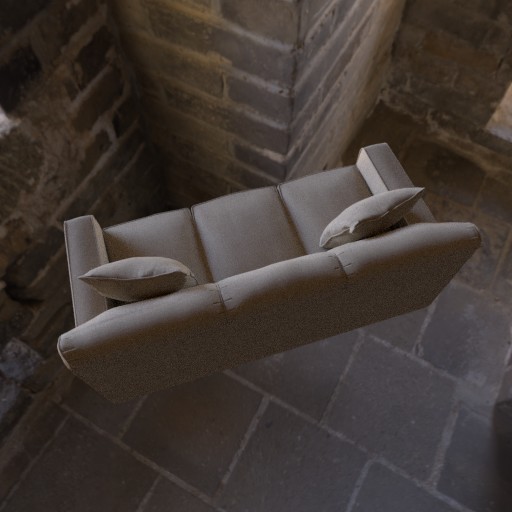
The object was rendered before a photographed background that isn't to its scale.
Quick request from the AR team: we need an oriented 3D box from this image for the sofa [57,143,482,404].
[{"bbox_3d":[0.000,0.000,2.570,2.024,0.958,0.997,-15,61,-9],"label":"sofa"}]
